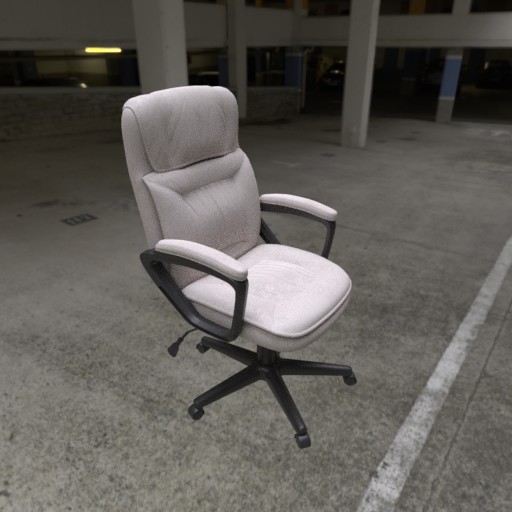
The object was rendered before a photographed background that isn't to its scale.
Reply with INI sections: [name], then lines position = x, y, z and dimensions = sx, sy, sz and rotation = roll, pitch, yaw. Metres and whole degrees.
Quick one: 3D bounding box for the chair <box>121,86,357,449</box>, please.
[chair]
position = 0.000, 0.000, 1.587
dimensions = 0.724, 1.105, 0.667
rotation = 17, 31, 31
